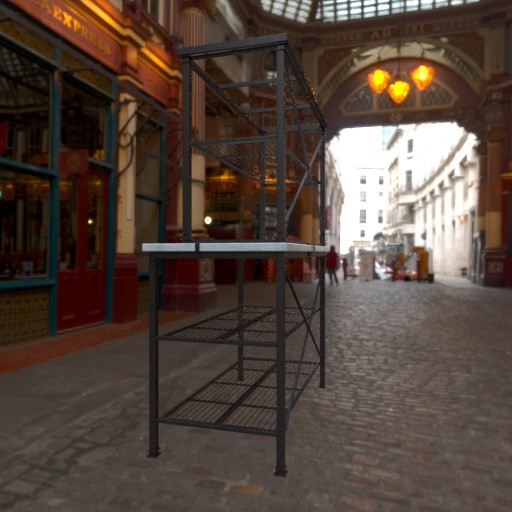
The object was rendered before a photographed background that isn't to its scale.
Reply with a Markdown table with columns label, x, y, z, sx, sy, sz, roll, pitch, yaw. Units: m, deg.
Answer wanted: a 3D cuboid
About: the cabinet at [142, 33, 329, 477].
| label | x | y | z | sx | sy | sz | roll | pitch | yaw |
| --- | --- | --- | --- | --- | --- | --- | --- | --- | --- |
| cabinet | 0.000 | 0.000 | 2.297 | 0.610 | 1.659 | 1.210 | 0 | 0 | 16 |
